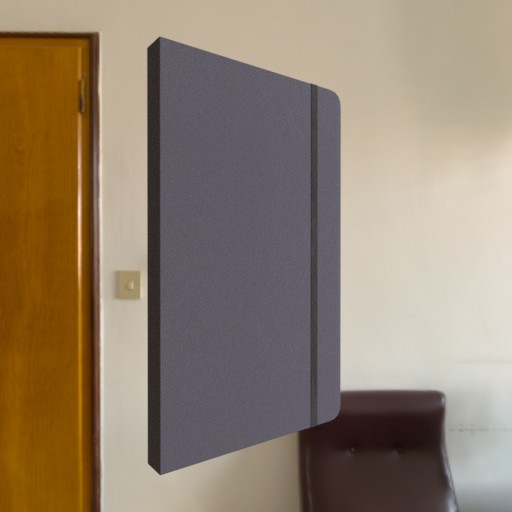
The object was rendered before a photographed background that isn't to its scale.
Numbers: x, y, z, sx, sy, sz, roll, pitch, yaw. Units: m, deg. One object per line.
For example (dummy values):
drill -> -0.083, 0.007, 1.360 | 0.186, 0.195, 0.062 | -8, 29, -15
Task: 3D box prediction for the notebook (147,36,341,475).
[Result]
notebook -> 0.000, 0.000, 0.258 | 0.127, 0.213, 0.016 | 0, 0, -37
